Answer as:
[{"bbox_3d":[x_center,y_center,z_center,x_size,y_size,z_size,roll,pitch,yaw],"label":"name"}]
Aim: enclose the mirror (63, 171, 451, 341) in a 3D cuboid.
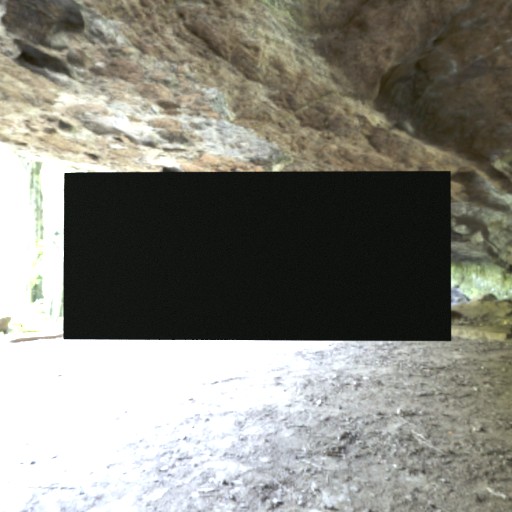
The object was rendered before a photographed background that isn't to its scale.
[{"bbox_3d":[0.000,0.000,1.832,1.584,0.692,0.047,0,0,1],"label":"mirror"}]
